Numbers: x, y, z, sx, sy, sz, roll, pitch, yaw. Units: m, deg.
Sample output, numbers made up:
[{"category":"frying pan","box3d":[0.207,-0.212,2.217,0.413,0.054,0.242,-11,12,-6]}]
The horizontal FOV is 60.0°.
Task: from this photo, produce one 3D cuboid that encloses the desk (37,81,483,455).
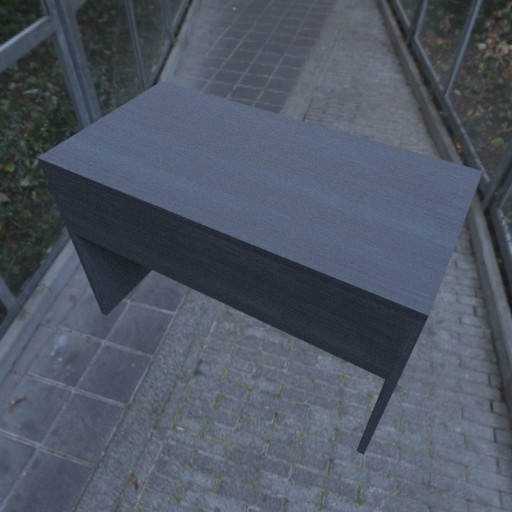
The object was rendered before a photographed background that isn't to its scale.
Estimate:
[{"category":"desk","box3d":[0.000,0.000,1.486,1.099,0.729,0.557,22,50,20]}]
